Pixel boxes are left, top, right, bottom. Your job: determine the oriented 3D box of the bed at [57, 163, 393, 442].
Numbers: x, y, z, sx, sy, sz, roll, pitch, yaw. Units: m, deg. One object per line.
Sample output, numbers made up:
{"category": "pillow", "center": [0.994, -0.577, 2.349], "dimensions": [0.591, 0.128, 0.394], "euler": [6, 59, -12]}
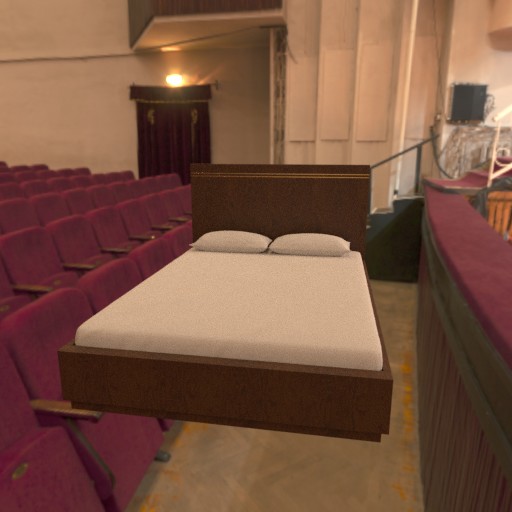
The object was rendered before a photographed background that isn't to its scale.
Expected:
{"category": "bed", "center": [0.000, 0.000, 3.069], "dimensions": [1.613, 1.169, 2.221], "euler": [2, 14, 10]}
